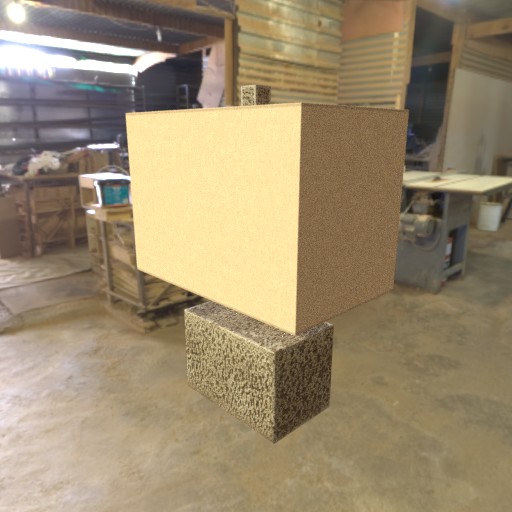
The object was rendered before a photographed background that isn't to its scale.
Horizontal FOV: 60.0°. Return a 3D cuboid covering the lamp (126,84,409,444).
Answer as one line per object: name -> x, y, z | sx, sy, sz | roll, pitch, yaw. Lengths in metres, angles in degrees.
lamp -> 0.000, 0.000, 0.572 | 0.180, 0.411, 0.294 | -15, 21, -42
